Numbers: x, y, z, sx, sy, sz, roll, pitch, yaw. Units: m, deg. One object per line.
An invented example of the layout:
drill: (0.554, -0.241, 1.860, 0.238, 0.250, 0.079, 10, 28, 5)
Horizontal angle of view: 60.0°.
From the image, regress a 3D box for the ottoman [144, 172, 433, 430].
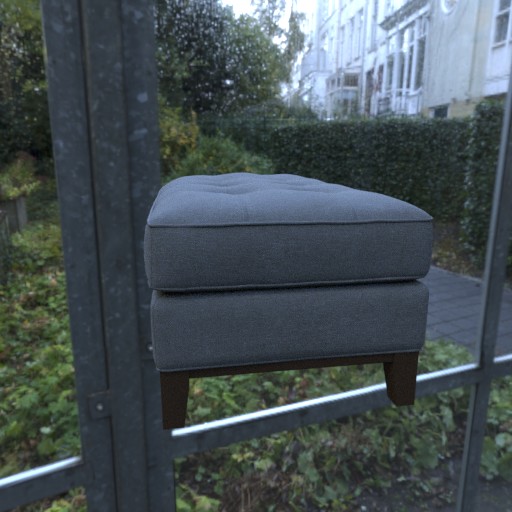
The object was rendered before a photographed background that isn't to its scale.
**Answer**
ottoman: (0.000, 0.000, 1.488, 0.648, 0.514, 1.143, -2, 14, -9)
